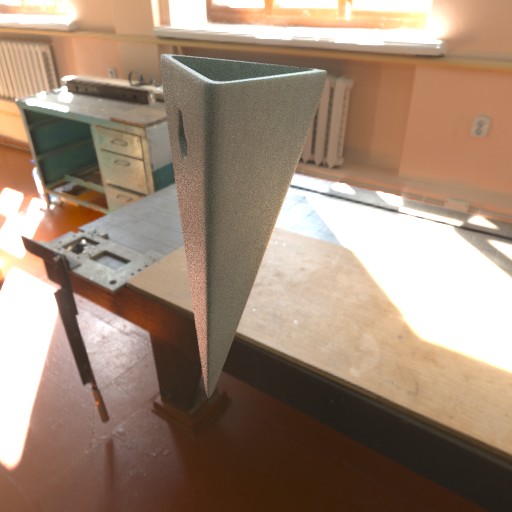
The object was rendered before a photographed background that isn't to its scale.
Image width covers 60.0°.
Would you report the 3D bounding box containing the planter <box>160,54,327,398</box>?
[{"bbox_3d":[0.000,0.000,0.277,0.081,0.224,0.101,-11,33,-18],"label":"planter"}]
